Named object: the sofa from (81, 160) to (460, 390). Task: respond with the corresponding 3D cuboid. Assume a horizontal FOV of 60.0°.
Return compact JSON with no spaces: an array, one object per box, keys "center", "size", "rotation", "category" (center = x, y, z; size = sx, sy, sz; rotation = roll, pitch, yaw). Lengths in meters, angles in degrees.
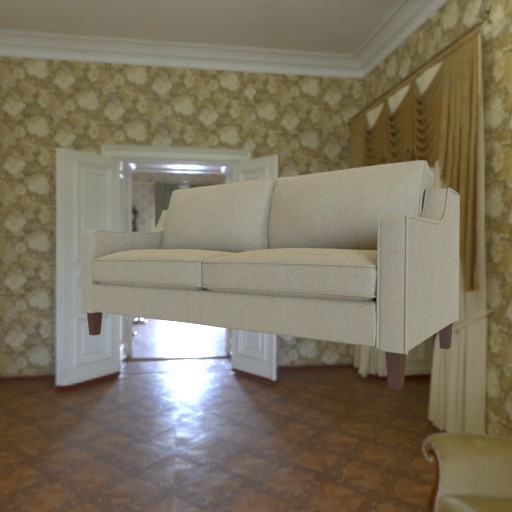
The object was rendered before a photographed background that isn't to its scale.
[{"center":[0.000,0.000,2.784],"size":[2.178,1.071,1.066],"rotation":[0,1,35],"category":"sofa"}]
